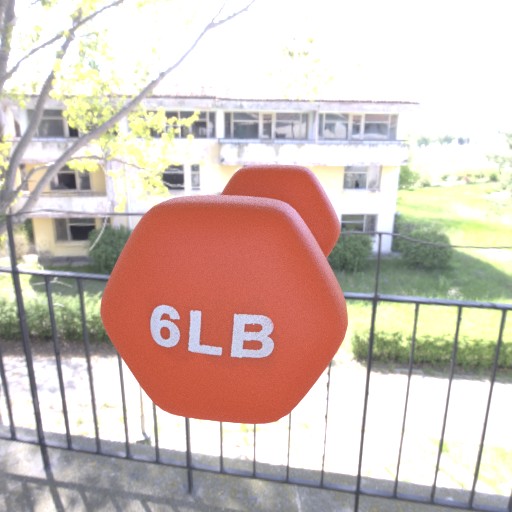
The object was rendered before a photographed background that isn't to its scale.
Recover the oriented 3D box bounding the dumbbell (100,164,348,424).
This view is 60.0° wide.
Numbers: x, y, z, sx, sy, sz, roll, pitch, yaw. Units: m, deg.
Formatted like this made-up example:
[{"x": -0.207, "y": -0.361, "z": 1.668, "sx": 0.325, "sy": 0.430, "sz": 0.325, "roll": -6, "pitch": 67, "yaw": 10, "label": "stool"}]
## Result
[{"x": 0.000, "y": 0.000, "z": 0.200, "sx": 0.079, "sy": 0.071, "sz": 0.162, "roll": 3, "pitch": 16, "yaw": 10, "label": "dumbbell"}]
